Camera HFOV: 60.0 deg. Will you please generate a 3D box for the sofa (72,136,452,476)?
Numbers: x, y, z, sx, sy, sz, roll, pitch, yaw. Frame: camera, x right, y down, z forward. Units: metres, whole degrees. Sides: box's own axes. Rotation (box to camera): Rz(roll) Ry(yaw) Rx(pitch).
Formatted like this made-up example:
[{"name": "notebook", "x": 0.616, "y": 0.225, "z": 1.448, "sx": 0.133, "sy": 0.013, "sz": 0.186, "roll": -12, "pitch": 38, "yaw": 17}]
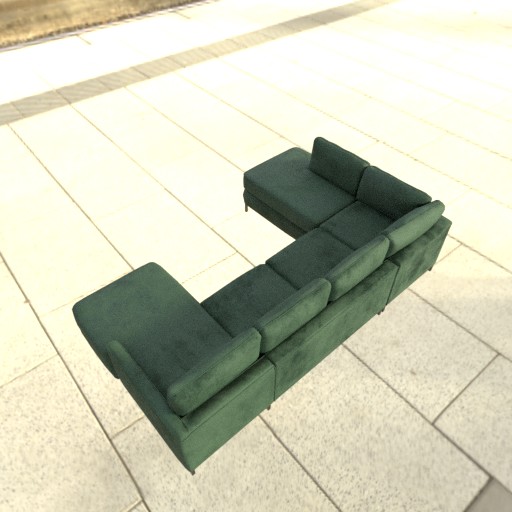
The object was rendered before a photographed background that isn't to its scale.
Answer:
[{"name": "sofa", "x": 0.000, "y": 0.000, "z": 3.880, "sx": 2.994, "sy": 0.861, "sz": 1.992, "roll": -32, "pitch": 53, "yaw": -28}]
